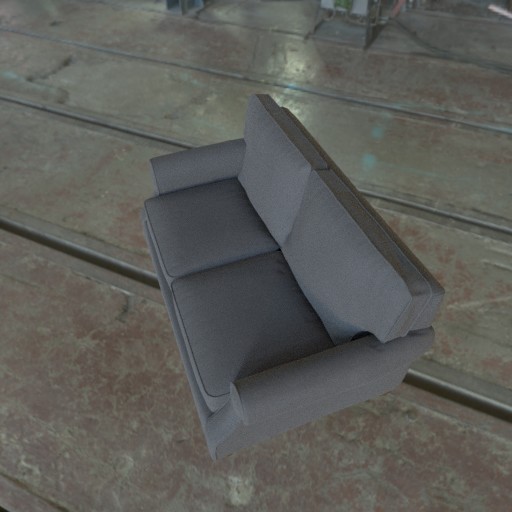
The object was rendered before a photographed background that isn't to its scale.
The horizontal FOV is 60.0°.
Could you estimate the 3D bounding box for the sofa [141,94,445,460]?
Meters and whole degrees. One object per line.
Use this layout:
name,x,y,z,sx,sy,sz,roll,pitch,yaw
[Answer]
sofa,0.000,0.000,2.212,0.964,0.937,1.665,-15,49,-14
